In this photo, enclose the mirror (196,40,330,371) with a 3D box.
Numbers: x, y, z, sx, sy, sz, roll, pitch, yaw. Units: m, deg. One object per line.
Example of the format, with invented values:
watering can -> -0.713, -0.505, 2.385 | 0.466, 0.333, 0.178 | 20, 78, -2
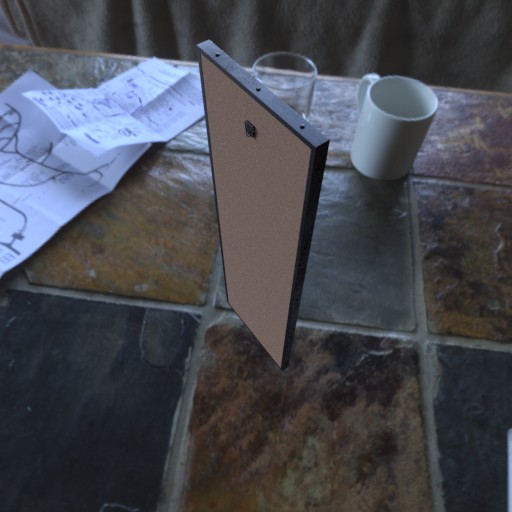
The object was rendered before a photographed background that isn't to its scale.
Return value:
mirror -> 0.000, 0.000, 1.226 | 0.042, 1.080, 0.354 | -32, 62, -19
